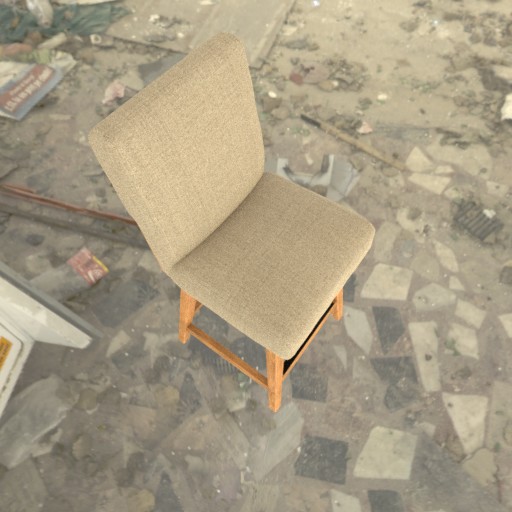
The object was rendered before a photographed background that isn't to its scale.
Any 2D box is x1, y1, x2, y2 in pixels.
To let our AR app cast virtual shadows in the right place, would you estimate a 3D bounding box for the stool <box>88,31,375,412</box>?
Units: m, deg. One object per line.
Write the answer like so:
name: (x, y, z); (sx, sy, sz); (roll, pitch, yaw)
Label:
stool: (0.000, 0.000, 1.294); (0.526, 1.010, 0.459); (32, 64, 18)
